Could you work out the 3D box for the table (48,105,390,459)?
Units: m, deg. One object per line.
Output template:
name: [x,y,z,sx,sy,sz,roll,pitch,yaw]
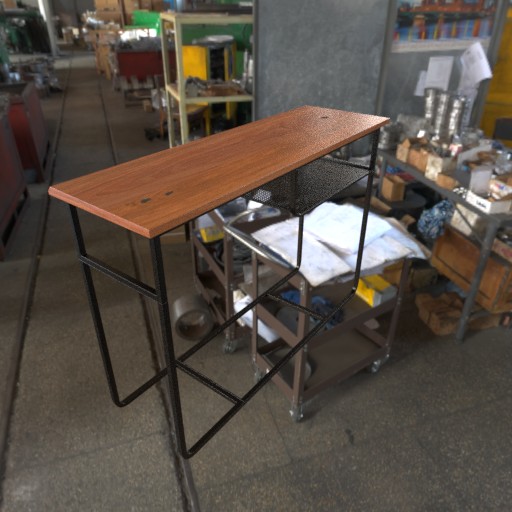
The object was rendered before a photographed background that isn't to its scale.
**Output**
table: [0.000,0.000,1.481,0.350,0.750,1.100,21,37,32]
